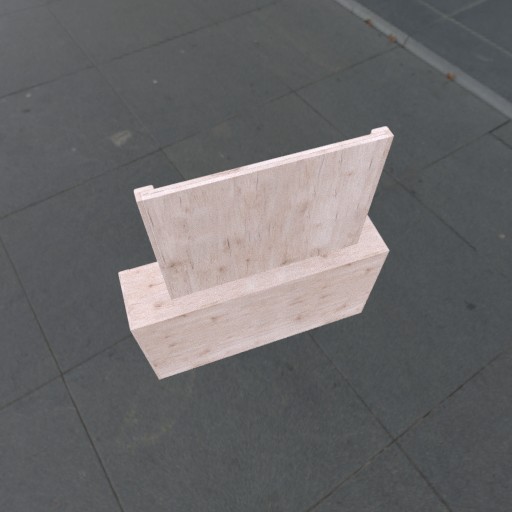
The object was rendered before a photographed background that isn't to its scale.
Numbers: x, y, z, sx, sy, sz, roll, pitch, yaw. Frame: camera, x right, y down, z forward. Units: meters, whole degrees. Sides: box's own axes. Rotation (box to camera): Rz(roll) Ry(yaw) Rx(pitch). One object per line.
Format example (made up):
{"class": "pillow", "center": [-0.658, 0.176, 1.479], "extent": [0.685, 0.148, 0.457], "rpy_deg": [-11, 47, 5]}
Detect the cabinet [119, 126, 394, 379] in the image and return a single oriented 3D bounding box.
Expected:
{"class": "cabinet", "center": [0.000, 0.000, 2.796], "extent": [1.700, 1.981, 0.420], "rpy_deg": [-16, 59, -10]}
